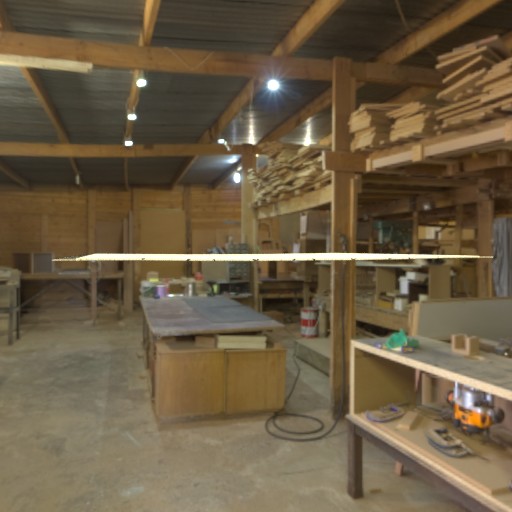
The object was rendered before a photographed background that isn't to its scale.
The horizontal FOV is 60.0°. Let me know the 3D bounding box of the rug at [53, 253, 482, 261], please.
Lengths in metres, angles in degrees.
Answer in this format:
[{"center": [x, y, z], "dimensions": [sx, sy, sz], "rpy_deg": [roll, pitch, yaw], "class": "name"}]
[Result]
[{"center": [0.000, 0.000, 4.132], "dimensions": [3.221, 0.026, 2.342], "rpy_deg": [0, 1, -18], "class": "rug"}]
